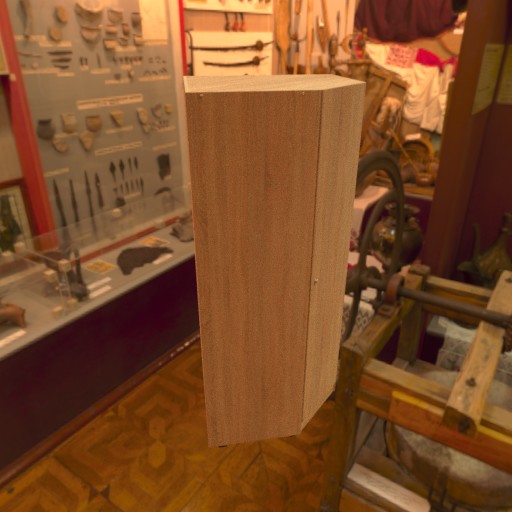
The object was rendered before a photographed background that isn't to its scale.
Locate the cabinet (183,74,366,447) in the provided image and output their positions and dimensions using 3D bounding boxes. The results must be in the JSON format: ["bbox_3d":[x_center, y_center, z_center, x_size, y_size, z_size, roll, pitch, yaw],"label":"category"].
[{"bbox_3d":[0.000,0.000,2.870,1.094,2.120,1.327,18,31,32],"label":"cabinet"}]
